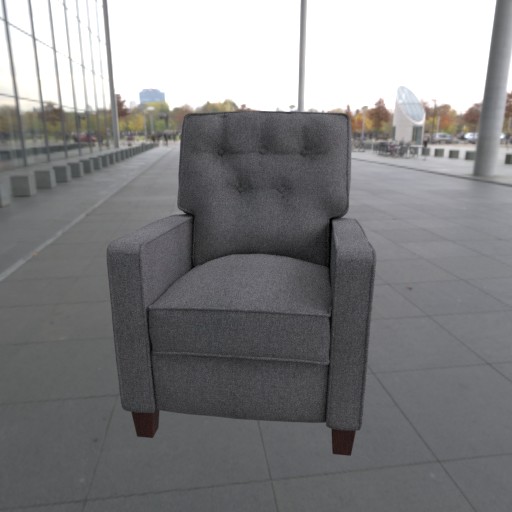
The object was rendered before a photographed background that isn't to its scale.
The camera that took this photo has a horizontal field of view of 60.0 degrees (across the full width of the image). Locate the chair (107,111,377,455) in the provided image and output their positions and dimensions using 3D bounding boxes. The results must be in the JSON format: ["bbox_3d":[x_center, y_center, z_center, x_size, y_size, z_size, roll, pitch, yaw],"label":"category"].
[{"bbox_3d":[0.000,0.000,1.394,0.650,0.889,0.775,2,16,7],"label":"chair"}]
